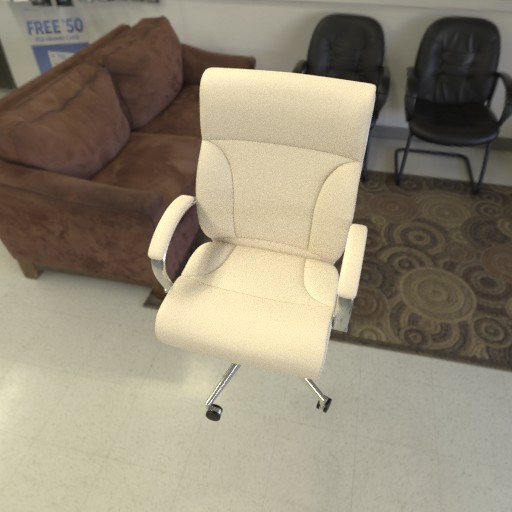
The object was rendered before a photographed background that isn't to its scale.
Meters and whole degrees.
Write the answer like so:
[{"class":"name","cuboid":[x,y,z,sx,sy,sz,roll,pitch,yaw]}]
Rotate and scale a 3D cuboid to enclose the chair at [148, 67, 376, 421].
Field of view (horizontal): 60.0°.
[{"class":"chair","cuboid":[0.000,0.000,1.587,0.727,1.099,0.745,11,43,12]}]
